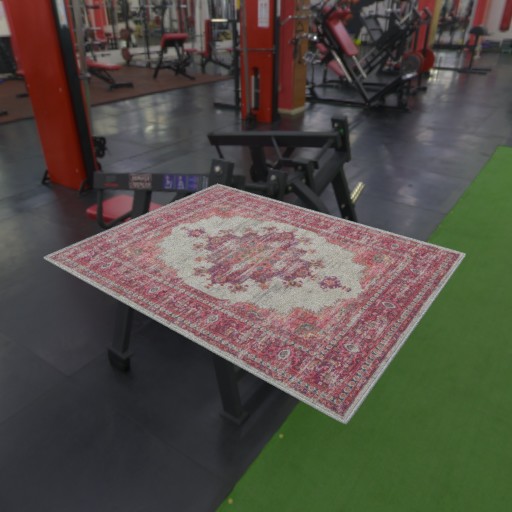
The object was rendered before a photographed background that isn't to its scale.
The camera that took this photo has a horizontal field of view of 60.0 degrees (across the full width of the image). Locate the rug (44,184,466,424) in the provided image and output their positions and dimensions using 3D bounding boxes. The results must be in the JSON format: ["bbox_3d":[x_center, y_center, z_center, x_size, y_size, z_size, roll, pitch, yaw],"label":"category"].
[{"bbox_3d":[0.000,0.000,4.145,3.123,0.017,2.447,20,35,32],"label":"rug"}]
